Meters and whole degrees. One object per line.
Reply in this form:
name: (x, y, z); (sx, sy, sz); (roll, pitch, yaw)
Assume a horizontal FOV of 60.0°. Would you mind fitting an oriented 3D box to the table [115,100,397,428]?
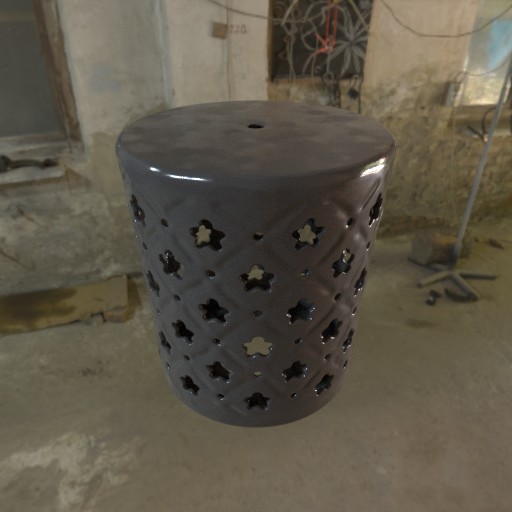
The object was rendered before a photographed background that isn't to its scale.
table: (0.000, 0.000, 0.665); (0.352, 0.387, 0.352); (0, 31, 0)
